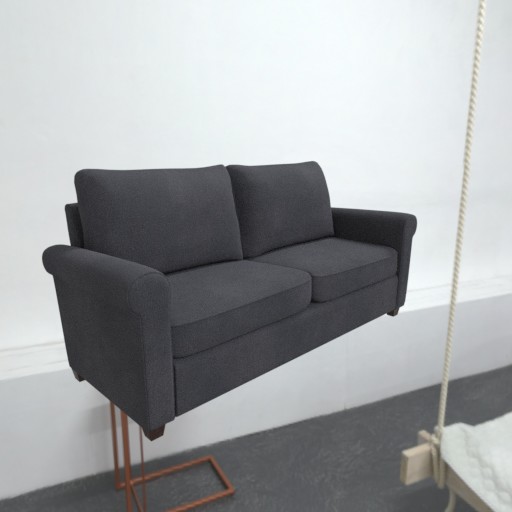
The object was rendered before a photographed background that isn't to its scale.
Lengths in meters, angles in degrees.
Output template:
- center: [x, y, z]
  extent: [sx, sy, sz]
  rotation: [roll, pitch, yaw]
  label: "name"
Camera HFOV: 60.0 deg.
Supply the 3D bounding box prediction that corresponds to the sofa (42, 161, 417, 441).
- center: [0.000, 0.000, 2.349]
  extent: [1.935, 0.942, 0.842]
  rotation: [-13, 19, -43]
  label: "sofa"
